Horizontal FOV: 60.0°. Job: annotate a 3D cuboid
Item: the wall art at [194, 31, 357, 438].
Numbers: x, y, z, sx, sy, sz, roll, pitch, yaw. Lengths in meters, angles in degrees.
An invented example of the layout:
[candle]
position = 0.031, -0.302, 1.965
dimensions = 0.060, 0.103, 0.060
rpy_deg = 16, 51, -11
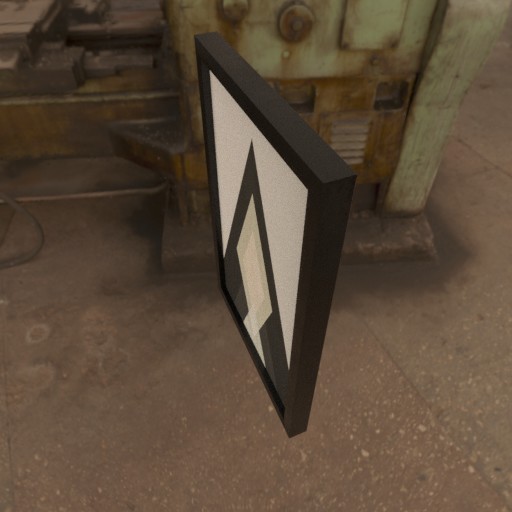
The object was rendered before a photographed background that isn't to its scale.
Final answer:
[wall art]
position = 0.000, 0.000, 0.587
dimensions = 0.031, 0.457, 0.313
rpy_deg = -17, 48, -16
